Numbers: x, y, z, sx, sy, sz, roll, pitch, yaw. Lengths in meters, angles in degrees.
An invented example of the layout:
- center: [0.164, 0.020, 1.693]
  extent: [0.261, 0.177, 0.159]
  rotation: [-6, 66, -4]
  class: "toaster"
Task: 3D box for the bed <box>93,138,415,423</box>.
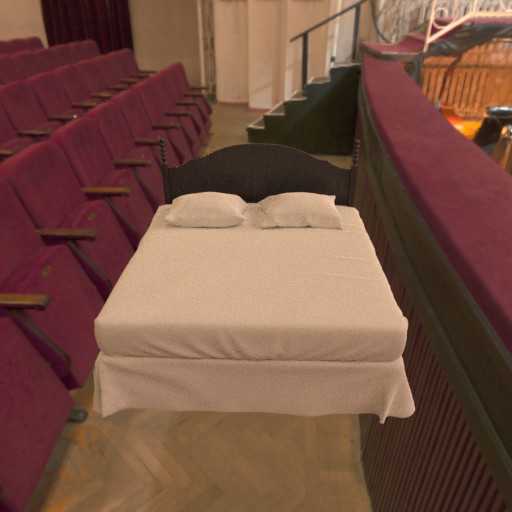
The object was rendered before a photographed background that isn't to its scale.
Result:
- center: [0.000, 0.000, 3.607]
  extent: [2.322, 1.355, 2.219]
  rotation: [1, 29, 2]
  class: "bed"
